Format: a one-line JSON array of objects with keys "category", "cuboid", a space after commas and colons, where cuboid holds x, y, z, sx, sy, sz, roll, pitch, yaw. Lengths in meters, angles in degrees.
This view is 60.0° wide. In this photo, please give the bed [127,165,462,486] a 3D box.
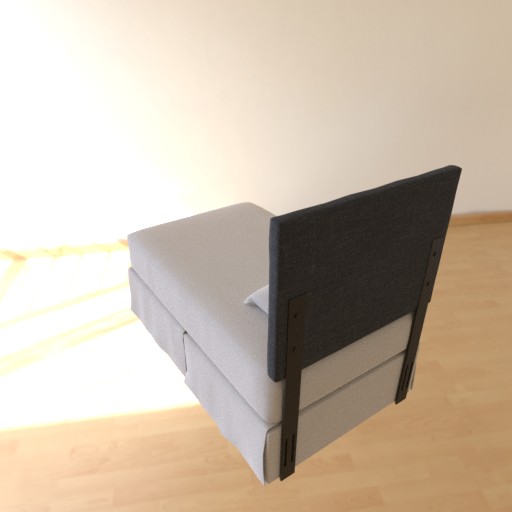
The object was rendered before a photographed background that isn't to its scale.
[{"category": "bed", "cuboid": [0.000, 0.000, 2.989, 1.261, 1.571, 1.997, -19, 35, -29]}]
